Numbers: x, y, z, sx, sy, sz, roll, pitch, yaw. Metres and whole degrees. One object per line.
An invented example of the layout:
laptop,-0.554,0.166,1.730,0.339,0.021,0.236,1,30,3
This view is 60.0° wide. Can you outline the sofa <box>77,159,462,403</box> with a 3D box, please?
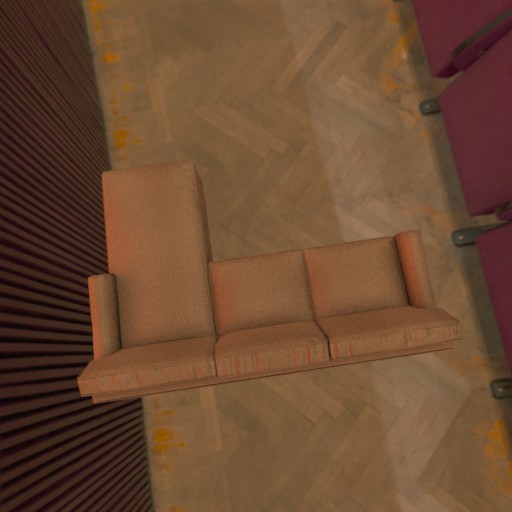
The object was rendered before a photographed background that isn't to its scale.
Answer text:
sofa,0.000,0.000,3.324,2.475,0.978,1.733,-8,78,-2
